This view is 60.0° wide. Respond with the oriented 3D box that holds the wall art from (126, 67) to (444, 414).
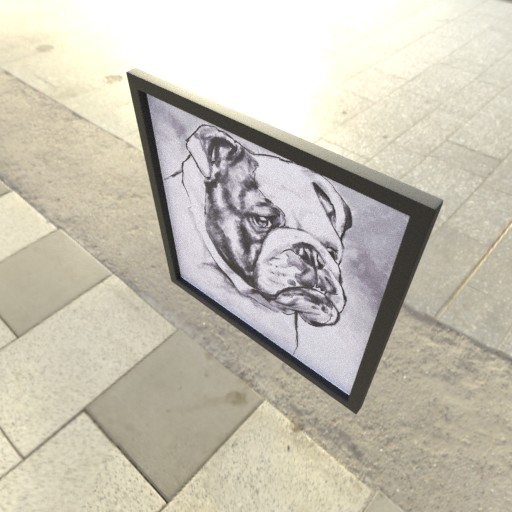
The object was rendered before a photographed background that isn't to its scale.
[{"bbox_3d":[0.000,0.000,0.686,0.456,0.453,0.022,31,54,26],"label":"wall art"}]
